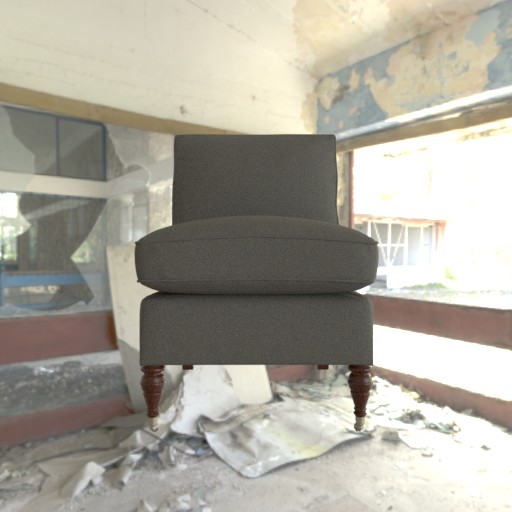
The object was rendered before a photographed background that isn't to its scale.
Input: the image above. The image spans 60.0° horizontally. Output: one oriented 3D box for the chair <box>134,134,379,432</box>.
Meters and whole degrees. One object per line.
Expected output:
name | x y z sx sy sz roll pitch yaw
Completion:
chair | 0.000 0.000 1.678 0.724 1.045 0.924 0 1 0
